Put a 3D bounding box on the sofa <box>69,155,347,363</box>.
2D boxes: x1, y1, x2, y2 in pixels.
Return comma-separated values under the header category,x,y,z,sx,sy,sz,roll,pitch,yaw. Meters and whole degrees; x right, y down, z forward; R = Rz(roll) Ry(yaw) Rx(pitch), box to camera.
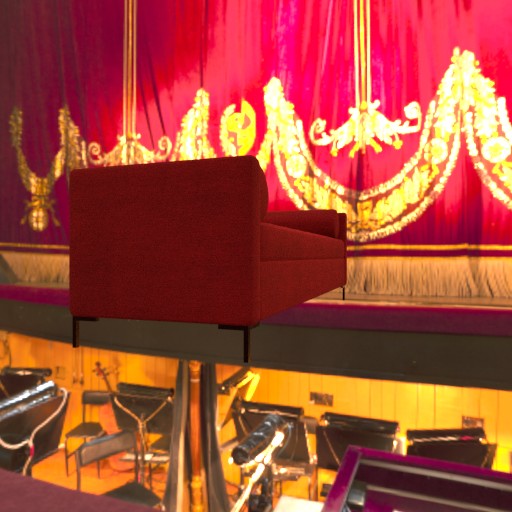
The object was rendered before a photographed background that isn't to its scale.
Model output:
category,x,y,z,sx,sy,sz,roll,pitch,yaw
sofa,0.000,0.000,2.353,0.686,0.635,1.981,0,0,20
